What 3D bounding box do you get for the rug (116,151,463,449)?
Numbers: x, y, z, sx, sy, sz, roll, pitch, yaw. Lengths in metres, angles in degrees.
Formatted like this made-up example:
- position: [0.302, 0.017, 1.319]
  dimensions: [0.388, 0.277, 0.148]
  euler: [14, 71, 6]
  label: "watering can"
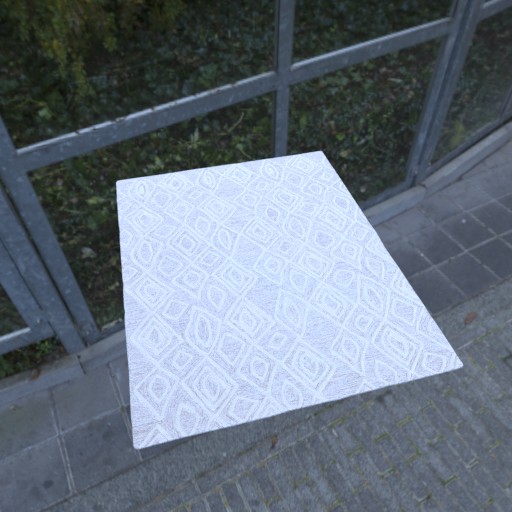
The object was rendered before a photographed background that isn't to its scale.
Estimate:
- position: [0.000, 0.000, 4.135]
  dimensions: [2.449, 0.025, 3.049]
  euler: [-11, 47, -10]
  label: "rug"
